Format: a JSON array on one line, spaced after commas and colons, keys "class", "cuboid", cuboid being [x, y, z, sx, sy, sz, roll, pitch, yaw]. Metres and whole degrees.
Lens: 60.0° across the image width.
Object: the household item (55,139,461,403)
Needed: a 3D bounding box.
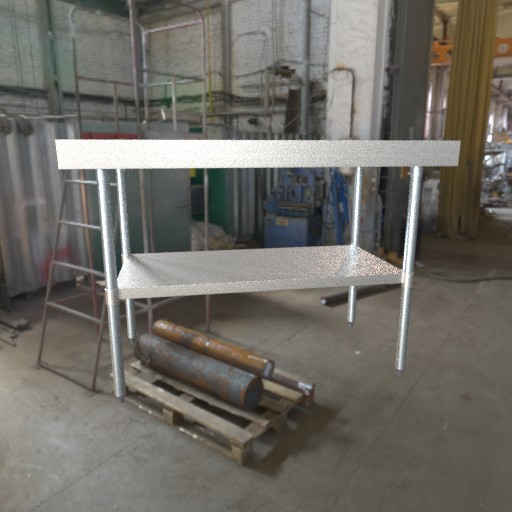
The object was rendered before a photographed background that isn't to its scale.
[{"class": "household item", "cuboid": [0.000, 0.000, 1.702, 1.219, 0.851, 0.610, -3, 14, -10]}]
